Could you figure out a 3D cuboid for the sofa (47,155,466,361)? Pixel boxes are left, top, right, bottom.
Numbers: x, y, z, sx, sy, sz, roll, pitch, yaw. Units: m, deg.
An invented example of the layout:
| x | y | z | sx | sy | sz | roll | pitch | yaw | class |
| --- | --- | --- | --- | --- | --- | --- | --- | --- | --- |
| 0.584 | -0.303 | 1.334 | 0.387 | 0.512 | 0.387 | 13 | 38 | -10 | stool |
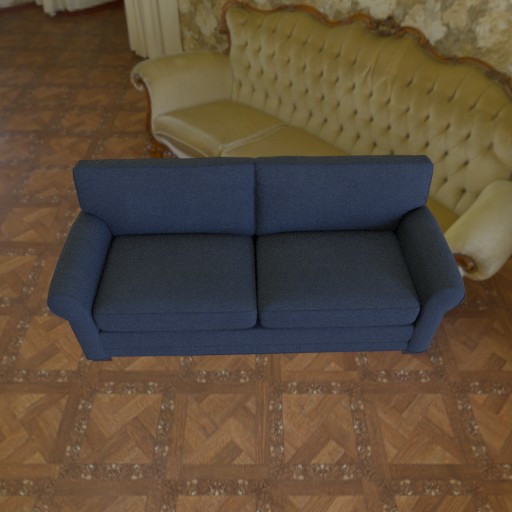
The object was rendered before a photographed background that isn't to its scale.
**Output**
| x | y | z | sx | sy | sz | roll | pitch | yaw | class |
| --- | --- | --- | --- | --- | --- | --- | --- | --- | --- |
| 0.000 | 0.000 | 2.852 | 2.391 | 1.026 | 0.954 | -1 | 45 | -1 | sofa |
